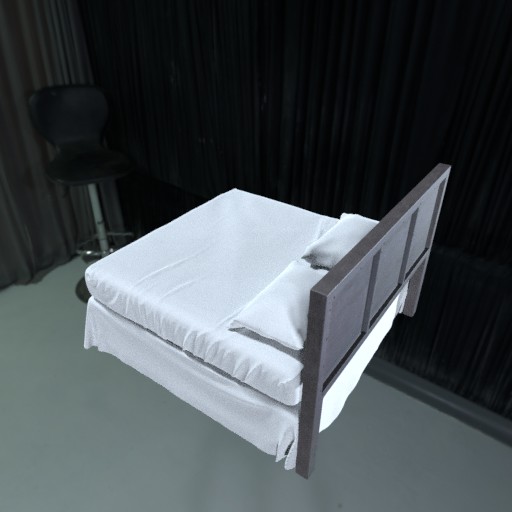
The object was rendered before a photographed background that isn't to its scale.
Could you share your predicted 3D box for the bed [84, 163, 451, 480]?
[{"bbox_3d":[0.000,0.000,2.889,1.785,1.142,1.772,21,38,29],"label":"bed"}]
